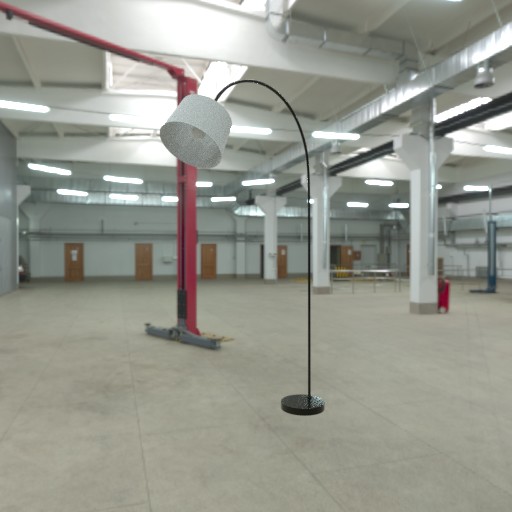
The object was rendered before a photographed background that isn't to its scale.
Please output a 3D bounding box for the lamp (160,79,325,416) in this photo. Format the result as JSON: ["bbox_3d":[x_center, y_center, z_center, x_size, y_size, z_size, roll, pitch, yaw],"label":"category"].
[{"bbox_3d":[0.000,0.000,2.640,0.331,2.104,1.363,0,0,37],"label":"lamp"}]
